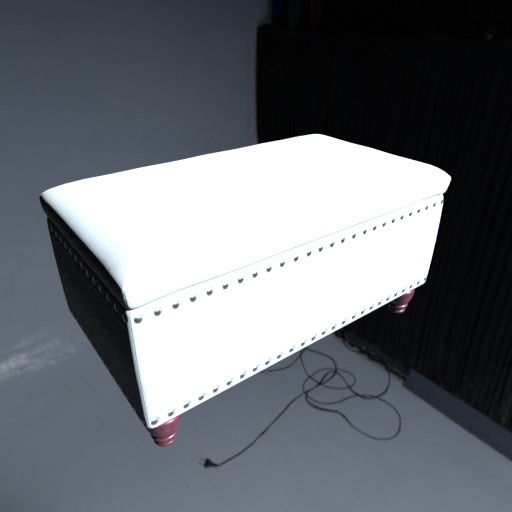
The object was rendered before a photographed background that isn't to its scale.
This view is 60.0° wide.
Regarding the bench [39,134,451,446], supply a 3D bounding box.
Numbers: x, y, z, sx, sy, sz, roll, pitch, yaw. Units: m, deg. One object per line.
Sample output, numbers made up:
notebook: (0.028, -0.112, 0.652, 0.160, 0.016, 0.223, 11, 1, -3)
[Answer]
bench: (0.000, 0.000, 1.171, 0.887, 0.449, 0.500, -20, 35, -32)
